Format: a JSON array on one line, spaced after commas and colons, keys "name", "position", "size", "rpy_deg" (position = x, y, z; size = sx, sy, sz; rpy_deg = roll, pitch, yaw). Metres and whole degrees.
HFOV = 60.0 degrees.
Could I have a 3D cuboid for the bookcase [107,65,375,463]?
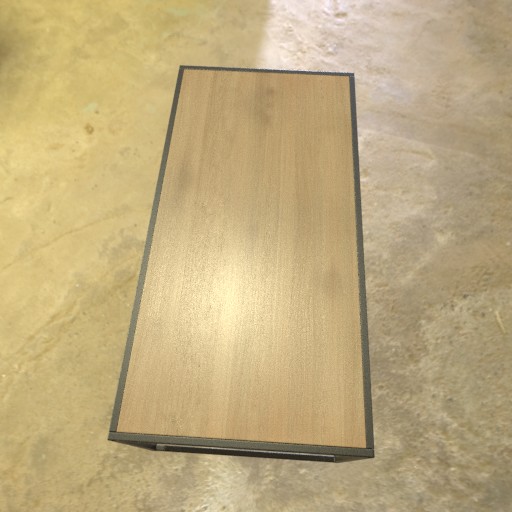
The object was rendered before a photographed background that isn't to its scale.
[{"name": "bookcase", "position": [0.000, 0.000, 1.223], "size": [0.500, 0.400, 1.000], "rpy_deg": [3, 64, 2]}]
